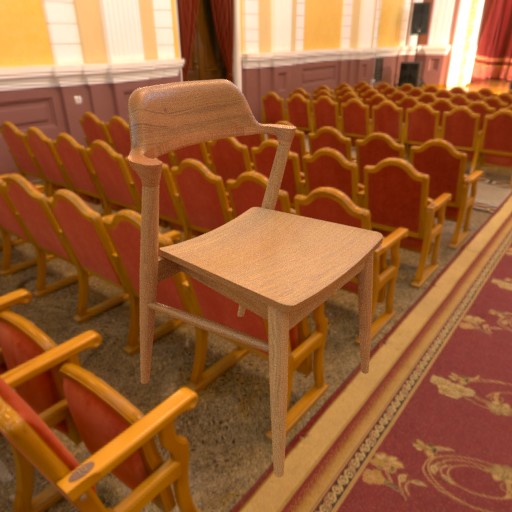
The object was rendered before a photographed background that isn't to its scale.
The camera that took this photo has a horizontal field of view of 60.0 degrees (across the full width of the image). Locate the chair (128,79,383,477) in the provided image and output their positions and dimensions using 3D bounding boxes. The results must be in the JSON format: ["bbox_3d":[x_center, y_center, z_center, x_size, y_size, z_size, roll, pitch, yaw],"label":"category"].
[{"bbox_3d":[0.000,0.000,1.116,0.499,0.792,0.512,20,33,34],"label":"chair"}]
